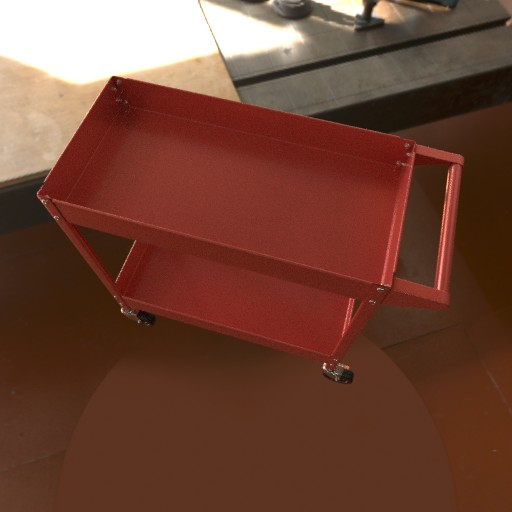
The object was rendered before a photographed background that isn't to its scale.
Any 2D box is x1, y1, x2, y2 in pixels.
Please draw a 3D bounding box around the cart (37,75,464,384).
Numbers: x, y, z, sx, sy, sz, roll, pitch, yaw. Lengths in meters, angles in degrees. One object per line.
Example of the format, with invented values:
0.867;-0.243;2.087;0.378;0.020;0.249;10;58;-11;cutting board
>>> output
0.000;0.000;1.173;0.779;0.719;0.366;15;64;7;cart
